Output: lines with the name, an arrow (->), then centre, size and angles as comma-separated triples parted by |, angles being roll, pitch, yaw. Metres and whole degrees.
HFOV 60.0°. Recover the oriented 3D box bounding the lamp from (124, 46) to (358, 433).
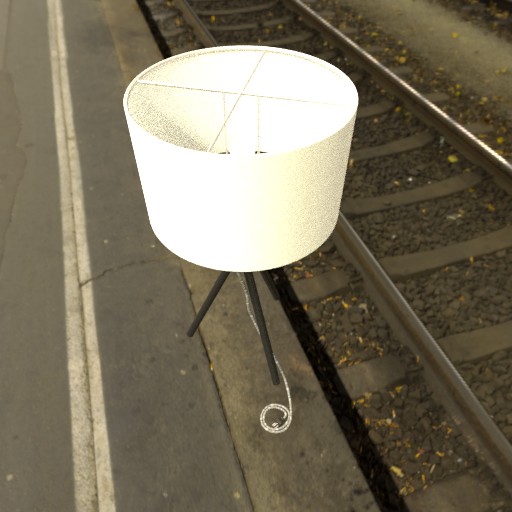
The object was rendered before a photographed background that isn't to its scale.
lamp -> 0.000, 0.000, 0.902 | 0.353, 0.674, 0.422 | -31, 54, -27
